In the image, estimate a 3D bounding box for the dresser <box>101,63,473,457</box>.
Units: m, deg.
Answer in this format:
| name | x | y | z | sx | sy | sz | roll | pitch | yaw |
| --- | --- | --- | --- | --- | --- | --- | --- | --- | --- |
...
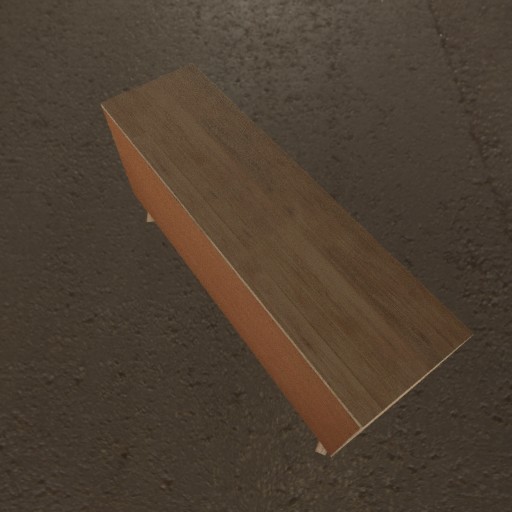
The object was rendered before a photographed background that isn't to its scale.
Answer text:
| name | x | y | z | sx | sy | sz | roll | pitch | yaw |
| --- | --- | --- | --- | --- | --- | --- | --- | --- | --- |
| dresser | 0.000 | 0.000 | 1.935 | 0.455 | 0.788 | 1.602 | -32 | 64 | -18 |
